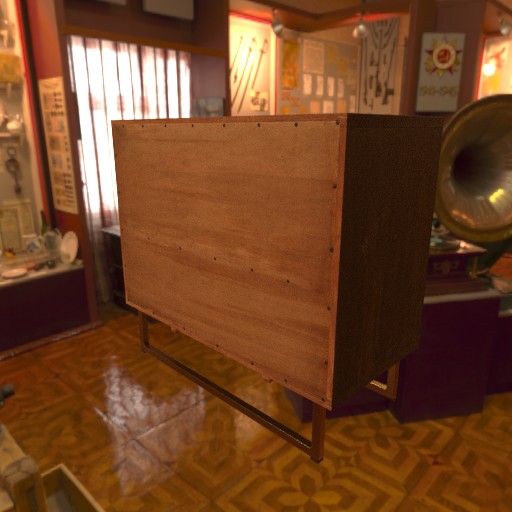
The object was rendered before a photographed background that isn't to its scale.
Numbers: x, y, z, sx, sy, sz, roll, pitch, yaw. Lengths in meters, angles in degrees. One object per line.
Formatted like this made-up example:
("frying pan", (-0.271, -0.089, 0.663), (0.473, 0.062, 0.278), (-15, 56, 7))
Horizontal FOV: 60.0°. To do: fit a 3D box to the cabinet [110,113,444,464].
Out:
("cabinet", (0.000, 0.000, 1.453), (0.950, 0.860, 0.451), (15, 22, 43))
